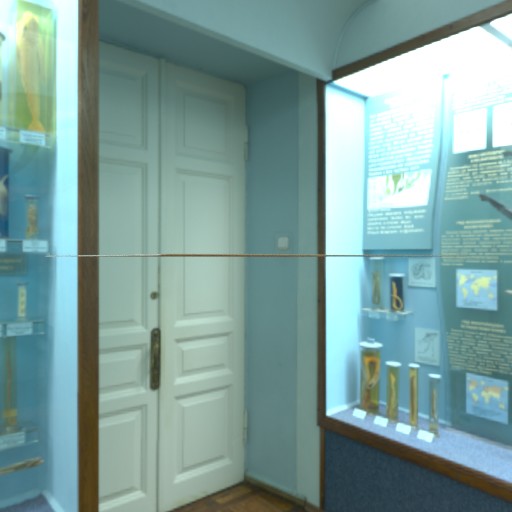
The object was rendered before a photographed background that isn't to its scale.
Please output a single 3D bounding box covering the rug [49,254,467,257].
[{"bbox_3d":[0.000,0.000,4.139,3.143,0.008,2.451,0,0,-38],"label":"rug"}]
